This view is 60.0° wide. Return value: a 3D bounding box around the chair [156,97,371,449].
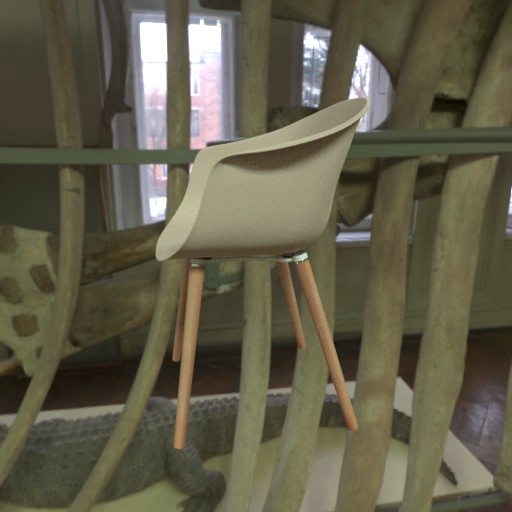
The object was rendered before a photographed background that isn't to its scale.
[{"bbox_3d":[0.000,0.000,1.150,0.504,0.781,0.593,-3,16,-10],"label":"chair"}]
